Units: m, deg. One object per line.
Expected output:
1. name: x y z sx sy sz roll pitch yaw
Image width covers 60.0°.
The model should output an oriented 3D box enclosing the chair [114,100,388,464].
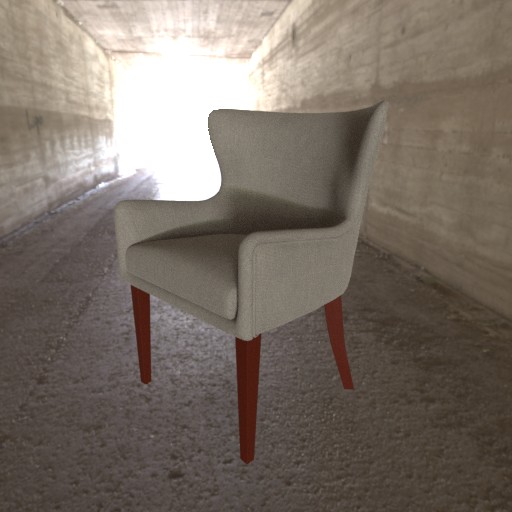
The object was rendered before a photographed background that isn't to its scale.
1. chair: 0.000 0.000 1.452 0.677 0.948 0.732 -15 22 -42
